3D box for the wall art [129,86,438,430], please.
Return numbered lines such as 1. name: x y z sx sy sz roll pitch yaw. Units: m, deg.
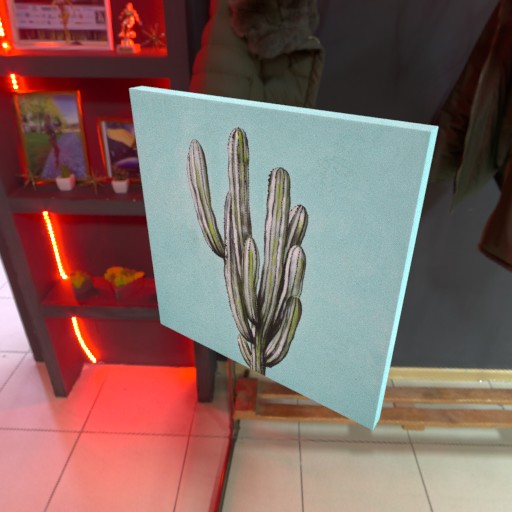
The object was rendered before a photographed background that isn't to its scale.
1. wall art: 0.000 0.000 0.912 0.603 0.603 0.036 19 35 30
